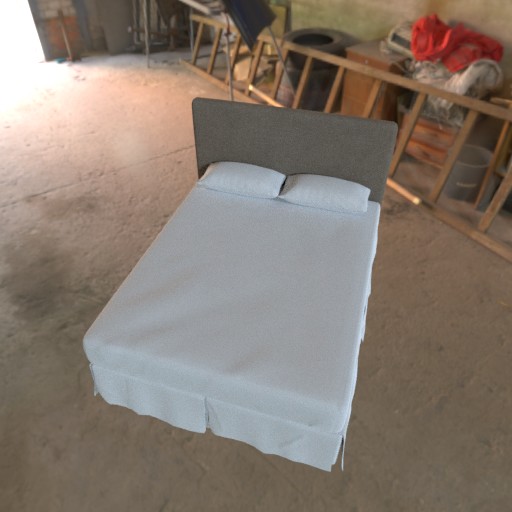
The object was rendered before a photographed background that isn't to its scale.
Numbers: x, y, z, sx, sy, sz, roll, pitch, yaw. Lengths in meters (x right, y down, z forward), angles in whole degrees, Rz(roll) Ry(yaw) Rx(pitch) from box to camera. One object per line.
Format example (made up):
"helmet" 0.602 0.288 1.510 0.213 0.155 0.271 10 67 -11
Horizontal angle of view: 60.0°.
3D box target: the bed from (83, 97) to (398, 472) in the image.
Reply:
"bed" 0.000 0.000 3.164 1.723 1.330 2.142 11 43 13
